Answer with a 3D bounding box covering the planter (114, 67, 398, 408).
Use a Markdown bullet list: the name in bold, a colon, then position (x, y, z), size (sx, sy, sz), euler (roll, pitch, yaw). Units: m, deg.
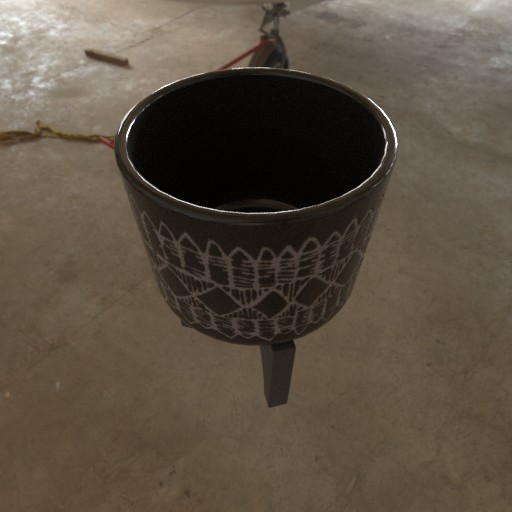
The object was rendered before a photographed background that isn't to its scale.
- **planter**: position (0.000, 0.000, 0.406), size (0.196, 0.264, 0.196), euler (-11, 48, -10)
